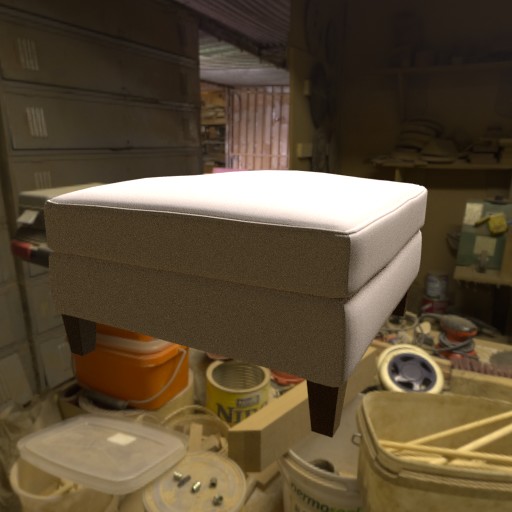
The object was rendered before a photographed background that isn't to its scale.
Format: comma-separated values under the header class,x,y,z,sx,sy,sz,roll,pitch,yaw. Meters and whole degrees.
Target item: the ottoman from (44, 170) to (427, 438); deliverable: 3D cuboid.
class,x,y,z,sx,sy,sz,roll,pitch,yaw
ottoman,0.000,0.000,1.328,0.838,0.479,0.838,8,17,28
